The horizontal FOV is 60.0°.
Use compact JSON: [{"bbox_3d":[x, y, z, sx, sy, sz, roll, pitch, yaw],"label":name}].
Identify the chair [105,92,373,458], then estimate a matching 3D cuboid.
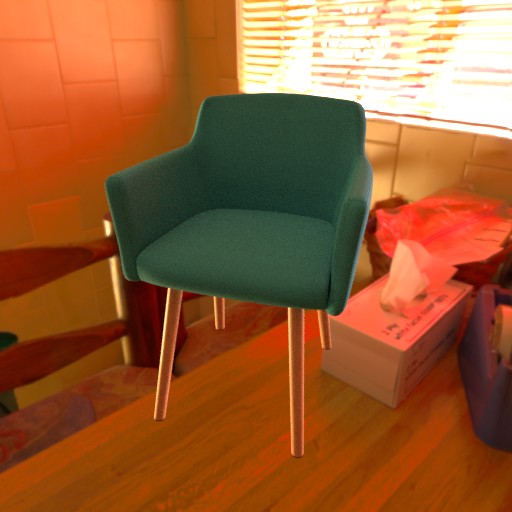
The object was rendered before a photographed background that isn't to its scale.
[{"bbox_3d":[0.000,0.000,1.183,0.570,0.780,0.540,8,26,16],"label":"chair"}]
